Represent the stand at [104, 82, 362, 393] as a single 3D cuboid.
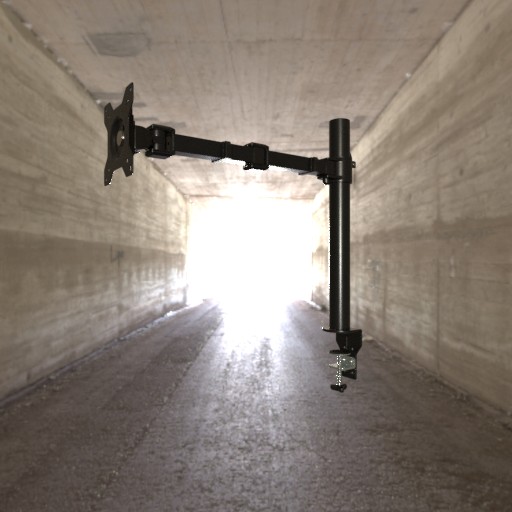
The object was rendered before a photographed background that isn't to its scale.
[{"bbox_3d":[0.000,0.000,0.723,0.456,0.510,0.115,0,0,-36],"label":"stand"}]
